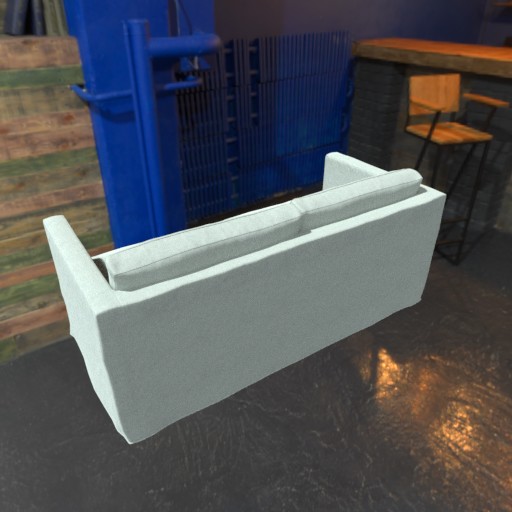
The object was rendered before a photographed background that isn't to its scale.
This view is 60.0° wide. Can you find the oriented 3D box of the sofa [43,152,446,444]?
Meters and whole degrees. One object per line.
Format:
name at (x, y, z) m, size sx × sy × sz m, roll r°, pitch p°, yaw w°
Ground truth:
sofa at (0.000, 0.000, 2.485) m, size 1.987 × 0.870 × 0.940 m, roll -19°, pitch 36°, yaw -28°
